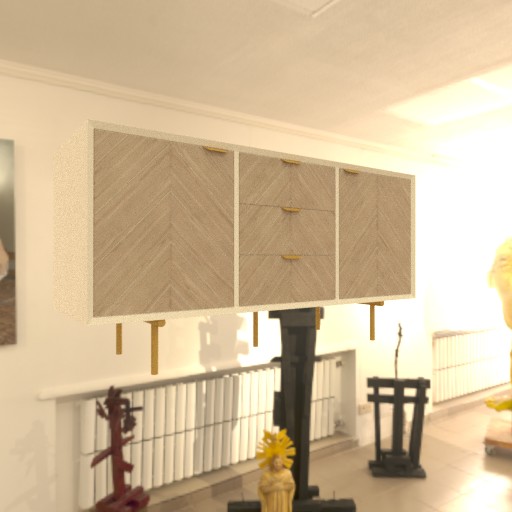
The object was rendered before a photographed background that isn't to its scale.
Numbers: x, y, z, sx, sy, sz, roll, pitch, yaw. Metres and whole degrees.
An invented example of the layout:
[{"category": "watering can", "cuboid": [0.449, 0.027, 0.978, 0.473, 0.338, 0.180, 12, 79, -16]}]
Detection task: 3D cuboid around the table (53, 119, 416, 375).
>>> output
[{"category": "table", "cuboid": [0.000, 0.000, 1.882, 1.500, 0.769, 0.508, 0, 0, -35]}]
